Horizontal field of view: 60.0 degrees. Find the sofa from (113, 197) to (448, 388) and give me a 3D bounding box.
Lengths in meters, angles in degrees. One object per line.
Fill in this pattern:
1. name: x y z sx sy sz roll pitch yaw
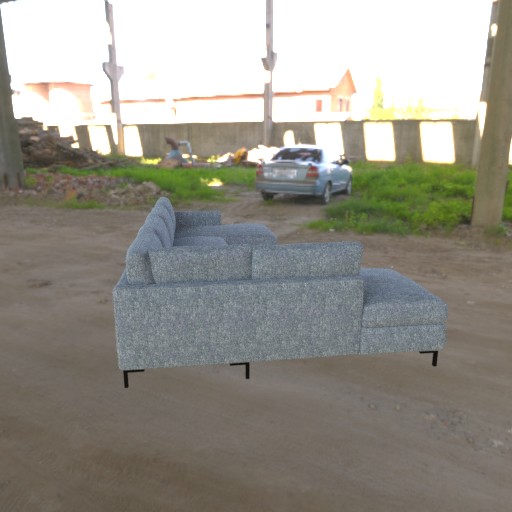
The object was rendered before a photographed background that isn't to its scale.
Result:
1. sofa: 0.000 0.000 3.708 1.879 0.756 2.737 -2 14 -8
